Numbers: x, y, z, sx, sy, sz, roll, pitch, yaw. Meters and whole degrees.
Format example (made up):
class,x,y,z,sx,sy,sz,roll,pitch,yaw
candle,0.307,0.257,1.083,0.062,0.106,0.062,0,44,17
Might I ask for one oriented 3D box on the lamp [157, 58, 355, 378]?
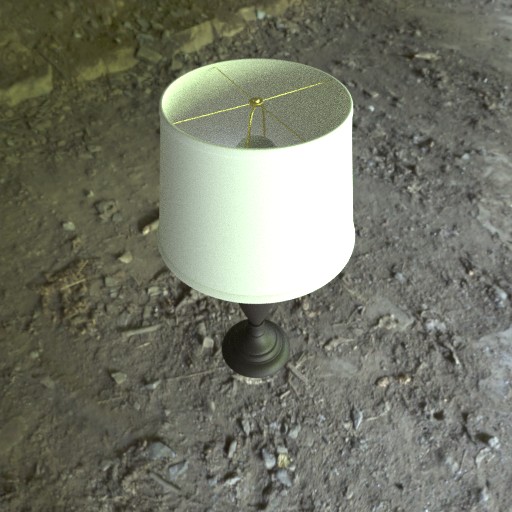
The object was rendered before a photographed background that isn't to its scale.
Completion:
class,x,y,z,sx,sy,sz,roll,pitch,yaw
lamp,0.000,0.000,0.813,0.335,0.611,0.335,0,46,0
